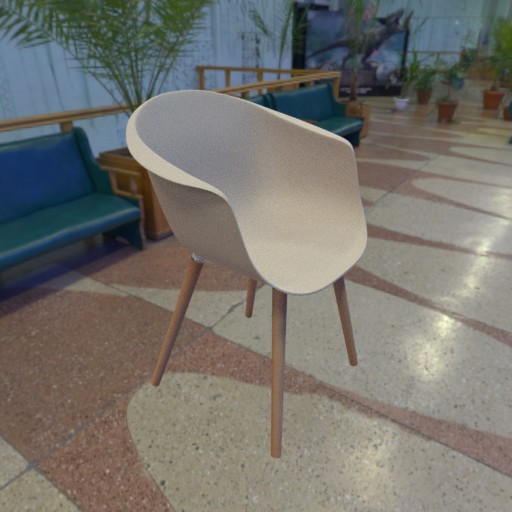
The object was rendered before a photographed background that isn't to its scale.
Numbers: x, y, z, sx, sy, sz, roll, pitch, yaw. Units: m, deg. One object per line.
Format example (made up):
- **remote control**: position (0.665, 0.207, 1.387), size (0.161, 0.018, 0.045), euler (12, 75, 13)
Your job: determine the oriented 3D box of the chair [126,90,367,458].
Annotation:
- **chair**: position (0.000, 0.000, 1.158), size (0.504, 0.781, 0.593), euler (19, 32, 33)
